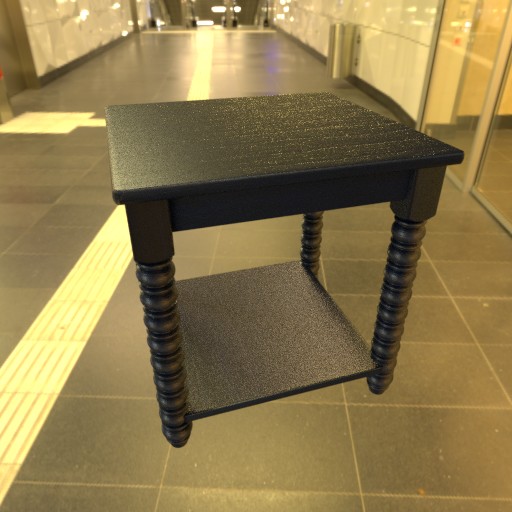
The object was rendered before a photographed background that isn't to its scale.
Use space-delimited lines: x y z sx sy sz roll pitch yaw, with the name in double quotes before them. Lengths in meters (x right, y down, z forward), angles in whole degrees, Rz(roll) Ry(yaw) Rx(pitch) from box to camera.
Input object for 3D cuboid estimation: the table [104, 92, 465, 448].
"table" 0.000 0.000 0.968 0.533 0.567 0.500 -9 32 -15
